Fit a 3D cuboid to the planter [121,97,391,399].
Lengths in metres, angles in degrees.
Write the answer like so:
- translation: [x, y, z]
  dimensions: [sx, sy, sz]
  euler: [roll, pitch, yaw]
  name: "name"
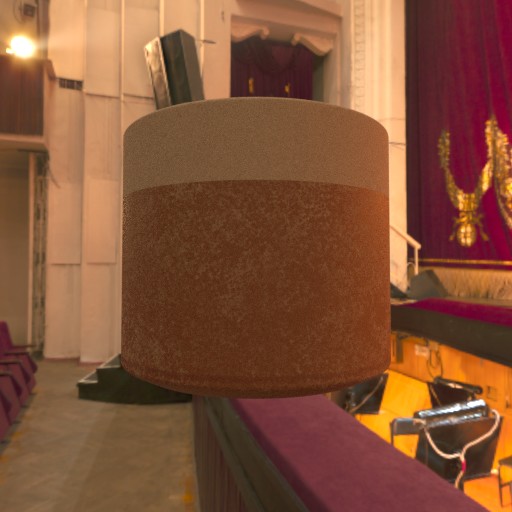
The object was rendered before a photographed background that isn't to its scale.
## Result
- translation: [0.000, 0.000, 0.274]
  dimensions: [0.159, 0.138, 0.159]
  euler: [0, -2, 0]
  name: "planter"
